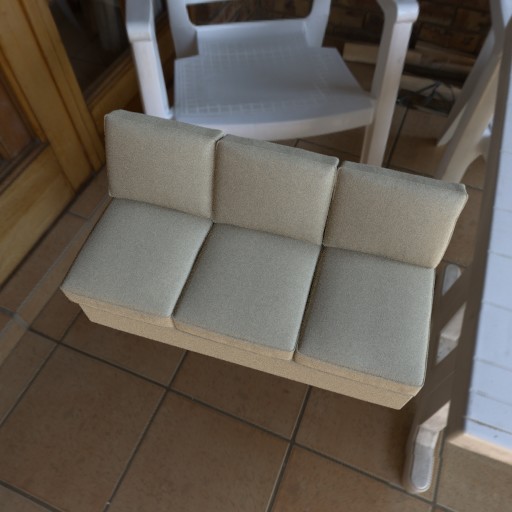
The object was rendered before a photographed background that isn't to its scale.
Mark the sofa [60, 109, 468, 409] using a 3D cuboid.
[{"bbox_3d":[0.000,0.000,2.486,1.962,0.973,1.027,14,58,9],"label":"sofa"}]
